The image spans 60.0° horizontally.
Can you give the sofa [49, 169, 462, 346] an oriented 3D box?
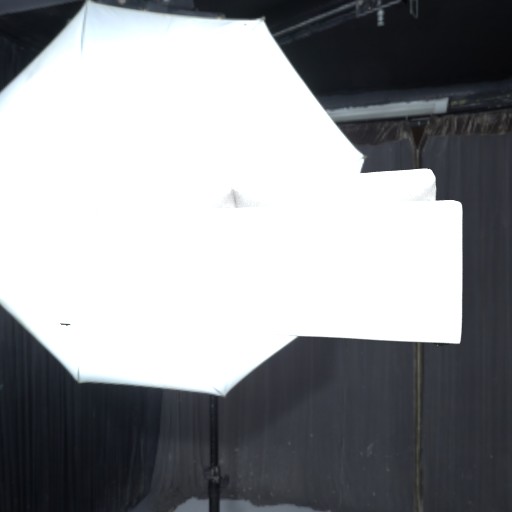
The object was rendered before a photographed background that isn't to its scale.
[{"bbox_3d":[0.000,0.000,2.785,2.588,0.838,1.090,0,-1,17],"label":"sofa"}]
